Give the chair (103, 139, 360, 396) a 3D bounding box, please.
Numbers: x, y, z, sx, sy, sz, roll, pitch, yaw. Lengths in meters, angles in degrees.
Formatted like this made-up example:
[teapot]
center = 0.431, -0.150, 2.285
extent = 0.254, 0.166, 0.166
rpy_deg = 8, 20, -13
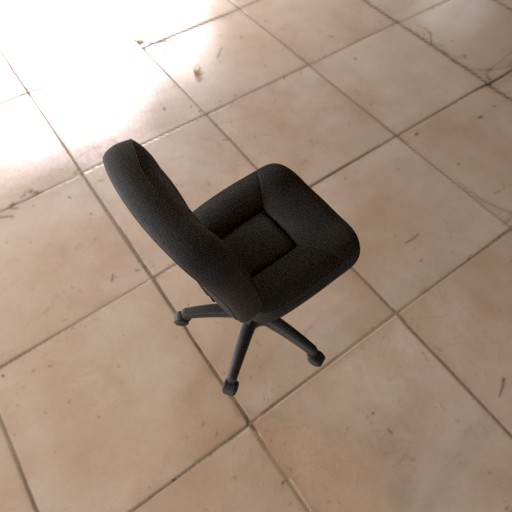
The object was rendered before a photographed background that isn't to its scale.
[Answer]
[chair]
center = 0.000, 0.000, 1.357
extent = 0.610, 0.972, 0.610
rpy_deg = -32, 64, -18
